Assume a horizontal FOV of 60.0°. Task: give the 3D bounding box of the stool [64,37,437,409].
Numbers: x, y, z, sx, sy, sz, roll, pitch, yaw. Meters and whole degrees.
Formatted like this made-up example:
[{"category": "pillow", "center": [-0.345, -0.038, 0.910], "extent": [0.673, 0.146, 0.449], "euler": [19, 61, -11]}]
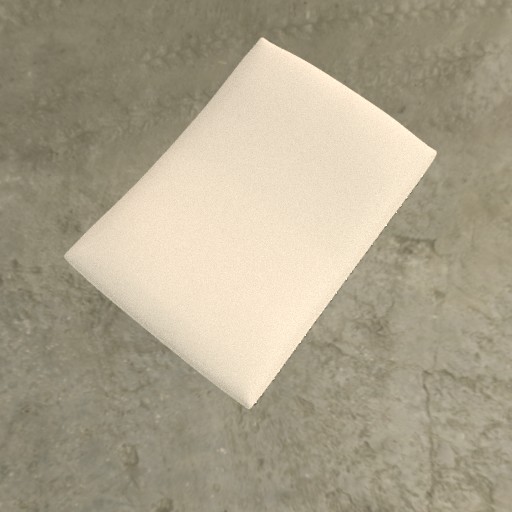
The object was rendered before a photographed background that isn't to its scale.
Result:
[{"category": "stool", "center": [0.000, 0.000, 1.017], "extent": [0.372, 0.742, 0.504], "euler": [37, 79, 9]}]
